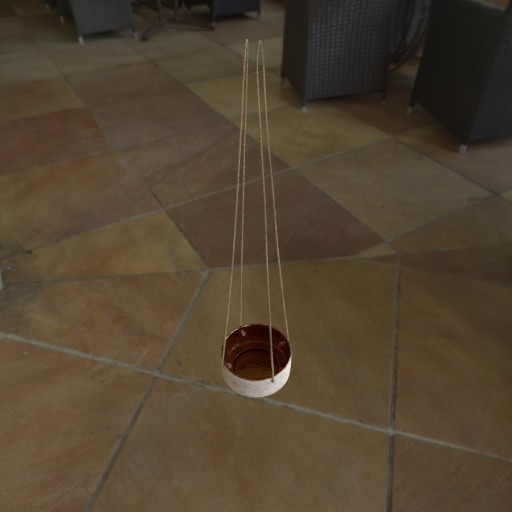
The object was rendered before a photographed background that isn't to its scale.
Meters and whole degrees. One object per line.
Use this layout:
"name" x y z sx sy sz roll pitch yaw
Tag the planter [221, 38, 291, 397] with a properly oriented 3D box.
"planter" 0.000 0.000 1.136 0.223 1.030 0.223 12 42 14
